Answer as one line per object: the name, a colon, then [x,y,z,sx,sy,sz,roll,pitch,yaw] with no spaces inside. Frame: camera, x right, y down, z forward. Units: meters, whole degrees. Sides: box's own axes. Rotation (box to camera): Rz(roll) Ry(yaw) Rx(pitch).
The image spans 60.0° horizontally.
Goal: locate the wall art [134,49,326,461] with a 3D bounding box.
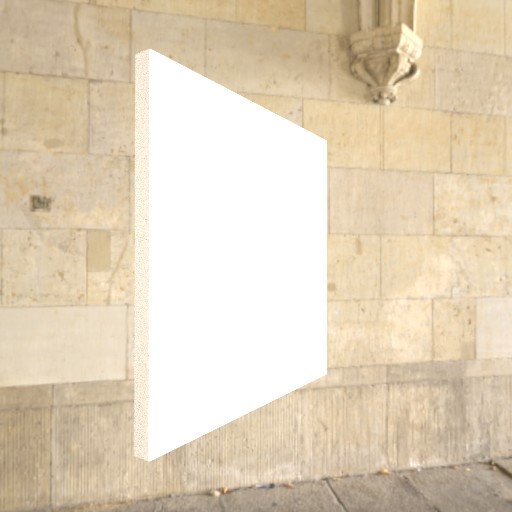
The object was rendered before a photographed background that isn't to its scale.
wall art: [0.000,0.000,1.143,0.040,0.762,0.762,0,-1,34]
